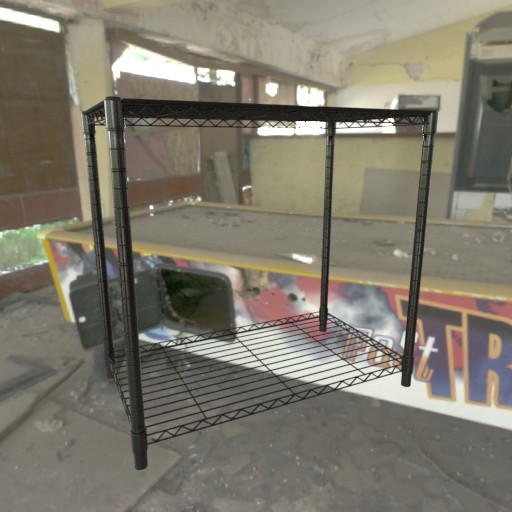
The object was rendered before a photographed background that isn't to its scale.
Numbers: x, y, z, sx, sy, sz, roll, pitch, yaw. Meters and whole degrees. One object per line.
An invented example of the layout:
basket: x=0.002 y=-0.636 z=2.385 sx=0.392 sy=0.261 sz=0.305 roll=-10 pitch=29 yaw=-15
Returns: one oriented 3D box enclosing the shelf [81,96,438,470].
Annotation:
shelf: x=0.000 y=0.000 z=0.902 sx=0.589 sy=0.564 sz=0.338 roll=-7 pitch=16 yaw=-25
